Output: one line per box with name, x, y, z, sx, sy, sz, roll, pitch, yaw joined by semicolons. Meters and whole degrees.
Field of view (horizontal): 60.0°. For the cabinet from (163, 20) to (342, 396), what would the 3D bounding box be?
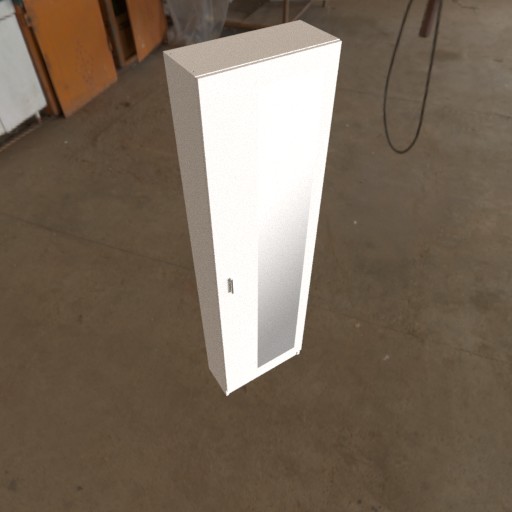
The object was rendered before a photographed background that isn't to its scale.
cabinet;0.000;0.000;1.965;0.500;1.790;0.230;-25;50;-22
